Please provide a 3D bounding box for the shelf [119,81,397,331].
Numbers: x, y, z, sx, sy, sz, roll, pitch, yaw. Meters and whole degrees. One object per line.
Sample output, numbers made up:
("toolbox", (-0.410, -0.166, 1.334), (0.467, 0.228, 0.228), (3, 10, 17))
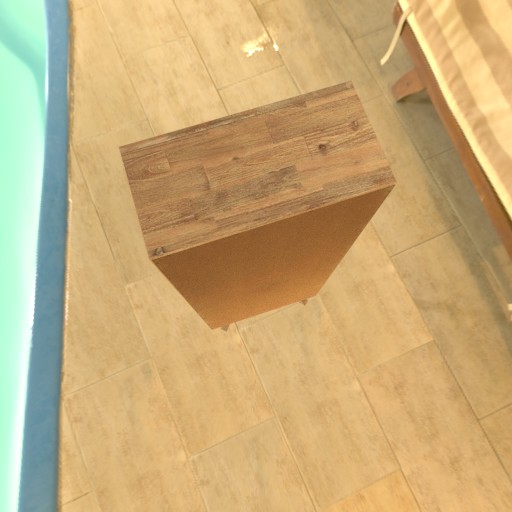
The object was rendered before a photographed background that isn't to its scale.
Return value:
("shelf", (0.000, 0.000, 1.509), (0.491, 1.342, 0.267), (-17, 75, -5))
